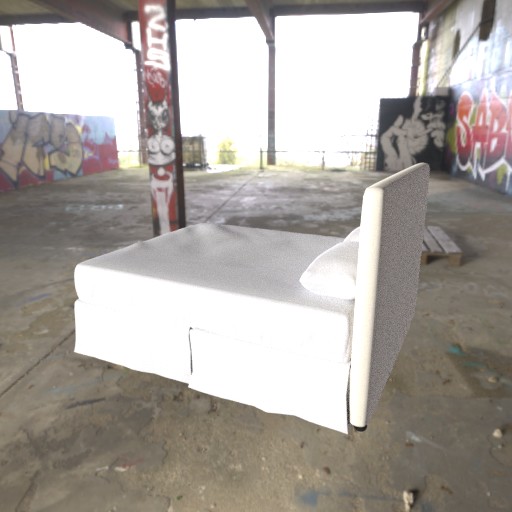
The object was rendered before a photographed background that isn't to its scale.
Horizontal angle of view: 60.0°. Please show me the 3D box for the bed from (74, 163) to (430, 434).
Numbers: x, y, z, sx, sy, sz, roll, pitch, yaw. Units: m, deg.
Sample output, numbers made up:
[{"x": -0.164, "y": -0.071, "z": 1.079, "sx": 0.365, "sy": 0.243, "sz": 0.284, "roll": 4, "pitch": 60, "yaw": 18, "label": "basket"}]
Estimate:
[{"x": 0.000, "y": 0.000, "z": 3.281, "sx": 2.142, "sy": 1.330, "sz": 1.713, "roll": 8, "pitch": 18, "yaw": 26, "label": "bed"}]
